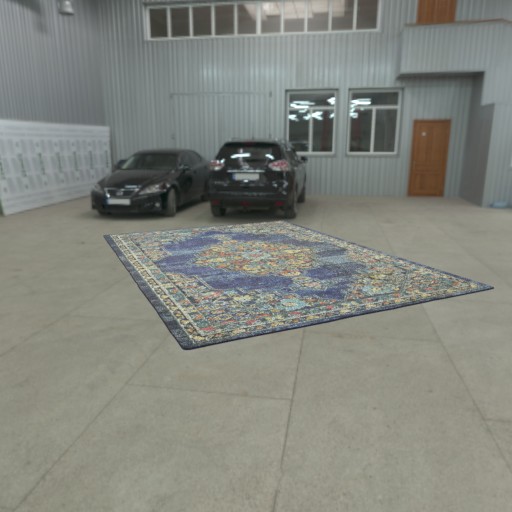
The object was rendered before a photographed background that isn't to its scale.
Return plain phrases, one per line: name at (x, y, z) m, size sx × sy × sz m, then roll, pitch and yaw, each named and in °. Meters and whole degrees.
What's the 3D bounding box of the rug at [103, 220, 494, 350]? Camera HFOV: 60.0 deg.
rug at (0.000, 0.000, 2.873) m, size 1.630 × 0.009 × 2.232 m, roll -7°, pitch 16°, yaw -25°
